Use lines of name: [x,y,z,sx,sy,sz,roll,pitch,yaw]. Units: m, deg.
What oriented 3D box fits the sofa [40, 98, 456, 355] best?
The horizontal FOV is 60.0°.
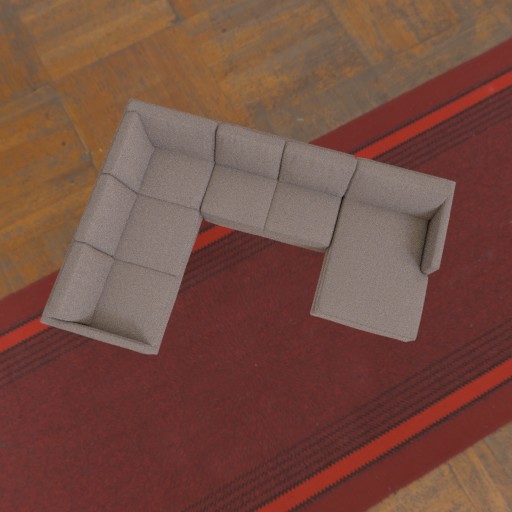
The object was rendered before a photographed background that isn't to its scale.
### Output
sofa: [0.000,0.000,4.444,3.438,0.865,2.424,16,77,4]
